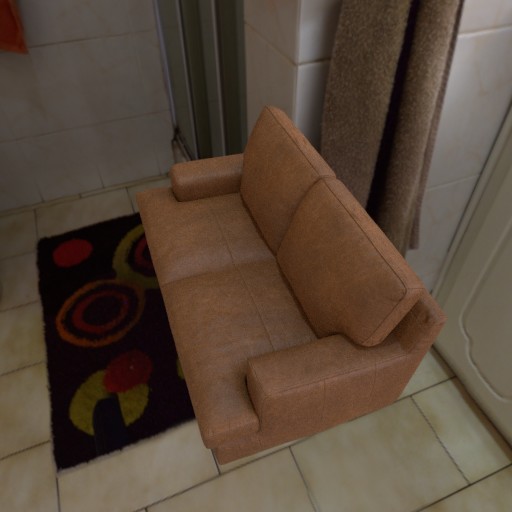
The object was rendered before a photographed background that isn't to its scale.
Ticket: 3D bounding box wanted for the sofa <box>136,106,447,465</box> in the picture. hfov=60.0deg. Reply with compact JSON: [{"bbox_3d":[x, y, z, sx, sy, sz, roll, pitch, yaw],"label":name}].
[{"bbox_3d":[0.000,0.000,2.574,1.144,0.966,1.880,-15,48,-14],"label":"sofa"}]
